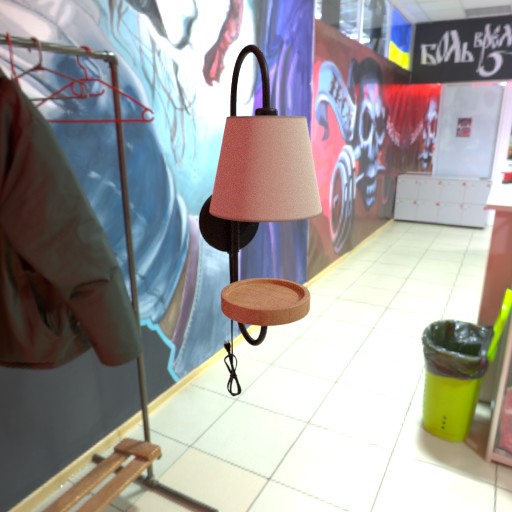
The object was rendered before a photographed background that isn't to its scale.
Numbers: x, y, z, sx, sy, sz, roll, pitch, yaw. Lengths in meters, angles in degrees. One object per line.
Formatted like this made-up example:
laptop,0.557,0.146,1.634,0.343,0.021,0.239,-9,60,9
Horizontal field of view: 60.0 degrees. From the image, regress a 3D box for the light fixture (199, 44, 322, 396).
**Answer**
light fixture,0.000,0.000,0.933,0.220,0.821,0.299,-9,18,-27
